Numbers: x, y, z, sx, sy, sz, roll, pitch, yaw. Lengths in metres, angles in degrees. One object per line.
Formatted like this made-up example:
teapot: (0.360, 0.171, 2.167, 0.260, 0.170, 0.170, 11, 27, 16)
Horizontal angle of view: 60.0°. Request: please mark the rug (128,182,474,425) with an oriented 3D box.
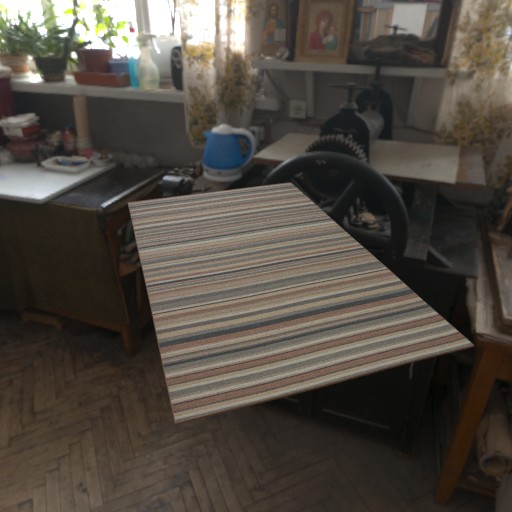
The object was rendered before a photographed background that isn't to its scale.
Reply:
rug: (0.000, 0.000, 3.041, 1.523, 0.014, 2.438, -10, 31, -16)
